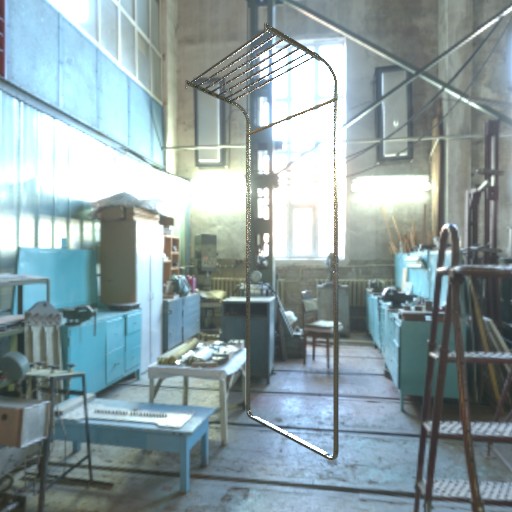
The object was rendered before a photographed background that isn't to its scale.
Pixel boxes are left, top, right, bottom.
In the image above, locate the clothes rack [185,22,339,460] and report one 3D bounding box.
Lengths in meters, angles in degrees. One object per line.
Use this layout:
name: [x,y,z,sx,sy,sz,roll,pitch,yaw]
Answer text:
clothes rack: [0.000,0.000,1.840,0.349,1.574,0.609,0,0,-35]
